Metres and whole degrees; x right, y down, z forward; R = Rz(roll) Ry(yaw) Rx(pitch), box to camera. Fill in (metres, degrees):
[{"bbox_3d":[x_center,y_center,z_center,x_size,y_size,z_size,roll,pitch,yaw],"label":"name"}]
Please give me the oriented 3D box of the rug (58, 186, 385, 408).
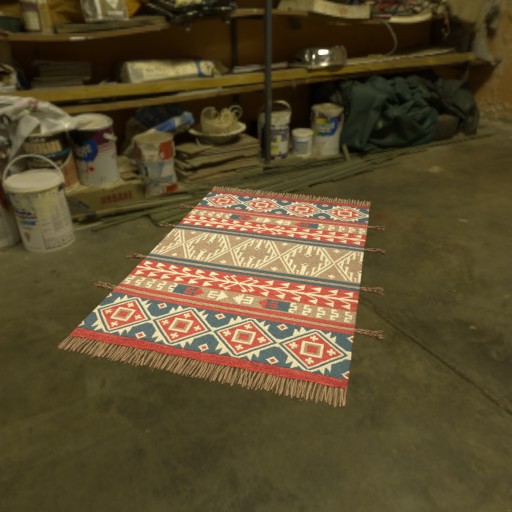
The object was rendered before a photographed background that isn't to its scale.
[{"bbox_3d":[0.000,0.000,3.140,1.778,0.048,2.450,8,31,13],"label":"rug"}]
